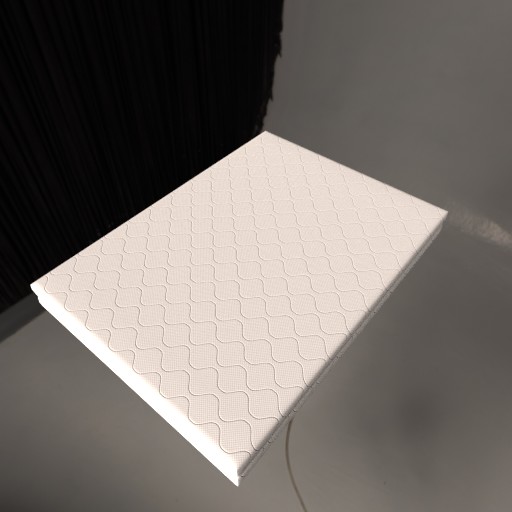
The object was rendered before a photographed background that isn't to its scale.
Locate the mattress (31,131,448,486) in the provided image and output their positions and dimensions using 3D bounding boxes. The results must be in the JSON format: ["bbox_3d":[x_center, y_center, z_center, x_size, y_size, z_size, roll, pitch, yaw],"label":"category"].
[{"bbox_3d":[0.000,0.000,2.493,1.400,0.200,1.900,31,54,26],"label":"mattress"}]
